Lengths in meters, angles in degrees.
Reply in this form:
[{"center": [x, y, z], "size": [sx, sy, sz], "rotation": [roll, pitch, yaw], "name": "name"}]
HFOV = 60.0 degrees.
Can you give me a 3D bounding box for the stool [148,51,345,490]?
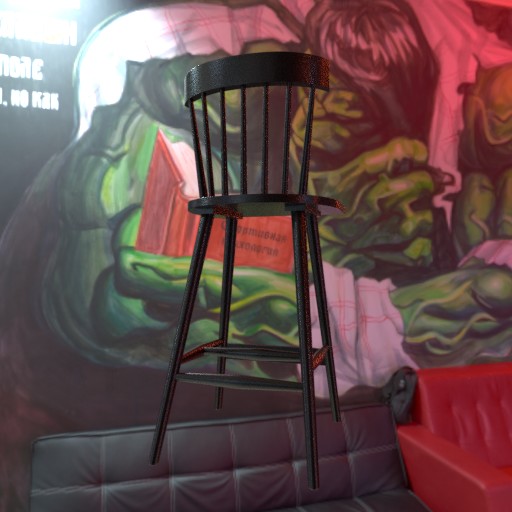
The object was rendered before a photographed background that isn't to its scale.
[{"center": [0.000, 0.000, 1.326], "size": [0.482, 1.092, 0.483], "rotation": [0, -1, 17], "name": "stool"}]
